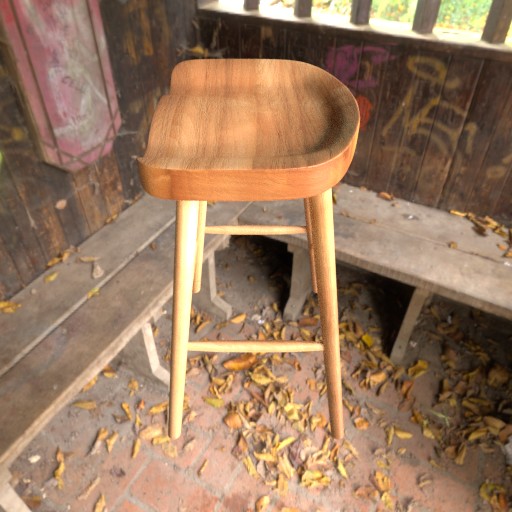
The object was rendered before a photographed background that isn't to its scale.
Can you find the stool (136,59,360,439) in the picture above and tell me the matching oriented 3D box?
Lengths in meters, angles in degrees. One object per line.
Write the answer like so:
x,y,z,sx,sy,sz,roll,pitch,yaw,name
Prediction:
0.000,0.000,0.867,0.361,0.615,0.440,0,41,0,stool
